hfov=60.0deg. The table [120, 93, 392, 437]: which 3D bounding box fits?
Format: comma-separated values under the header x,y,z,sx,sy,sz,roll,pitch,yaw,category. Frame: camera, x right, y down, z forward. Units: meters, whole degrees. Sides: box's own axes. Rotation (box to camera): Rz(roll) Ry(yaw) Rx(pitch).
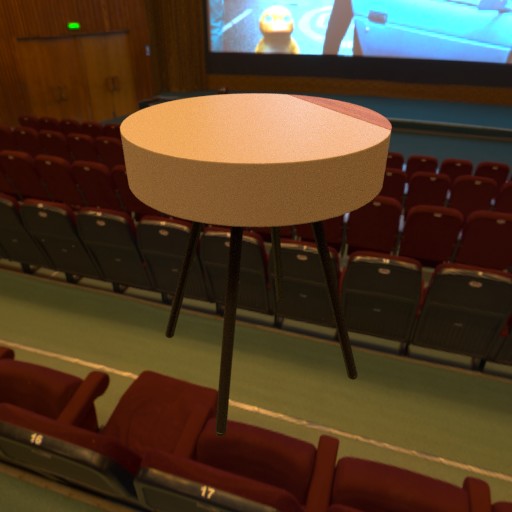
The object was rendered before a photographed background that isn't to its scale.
x,y,z,sx,sy,sz,roll,pitch,yaw,category
0.000,0.000,0.865,0.450,0.525,0.450,0,31,0,table
